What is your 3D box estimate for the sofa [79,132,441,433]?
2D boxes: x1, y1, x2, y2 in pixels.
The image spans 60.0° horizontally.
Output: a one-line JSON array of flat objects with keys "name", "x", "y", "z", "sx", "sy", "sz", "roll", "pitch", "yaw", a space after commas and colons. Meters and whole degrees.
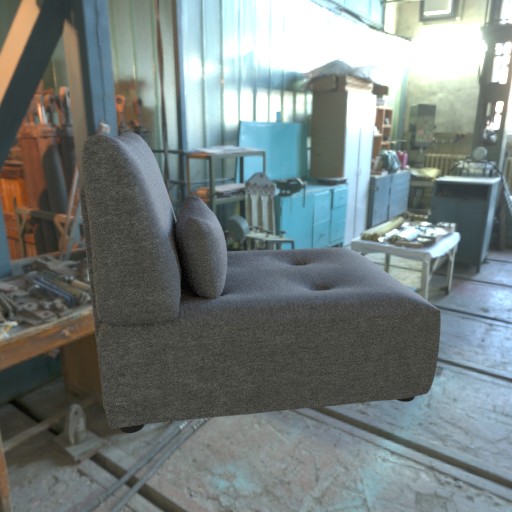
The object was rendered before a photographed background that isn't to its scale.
[{"name": "sofa", "x": 0.000, "y": 0.000, "z": 1.527, "sx": 1.000, "sy": 0.820, "sz": 0.700, "roll": -3, "pitch": 16, "yaw": -9}]
